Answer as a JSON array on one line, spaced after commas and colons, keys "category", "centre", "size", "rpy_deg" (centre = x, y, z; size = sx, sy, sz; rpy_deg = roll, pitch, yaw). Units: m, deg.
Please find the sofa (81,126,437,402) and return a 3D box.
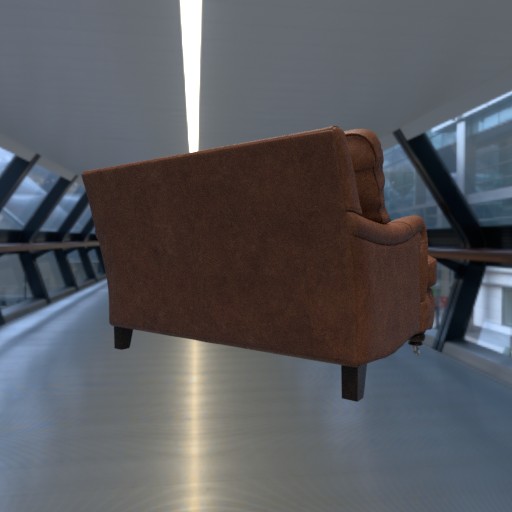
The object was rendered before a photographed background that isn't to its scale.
[{"category": "sofa", "centre": [0.000, 0.000, 2.240], "size": [1.527, 1.004, 1.077], "rpy_deg": [1, 1, 37]}]
